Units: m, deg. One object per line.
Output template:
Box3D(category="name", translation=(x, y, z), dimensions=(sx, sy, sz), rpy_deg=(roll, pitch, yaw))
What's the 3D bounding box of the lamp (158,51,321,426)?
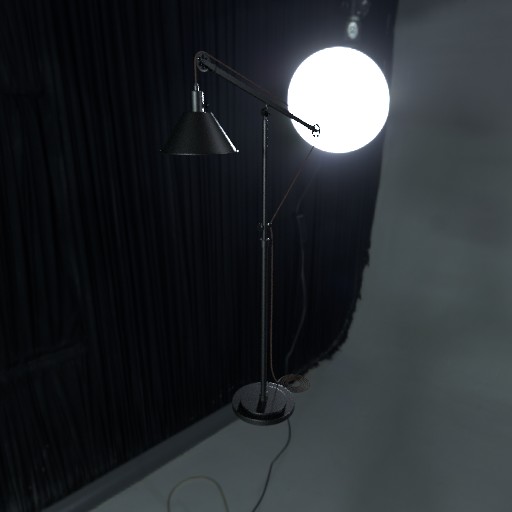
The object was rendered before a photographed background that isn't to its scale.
Box3D(category="lamp", translation=(0.000, 0.000, 1.983), dimensions=(0.319, 1.626, 0.904), rpy_deg=(16, 24, 41))
